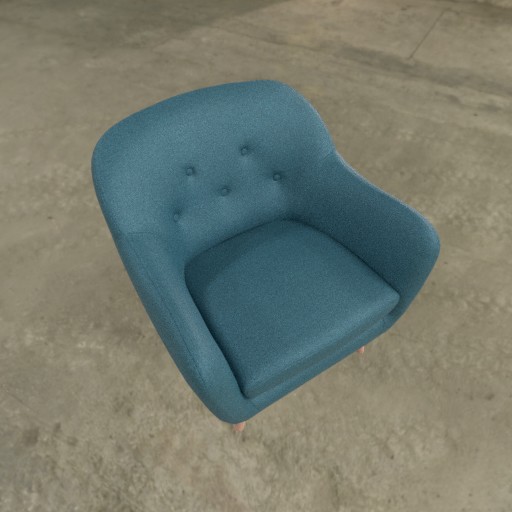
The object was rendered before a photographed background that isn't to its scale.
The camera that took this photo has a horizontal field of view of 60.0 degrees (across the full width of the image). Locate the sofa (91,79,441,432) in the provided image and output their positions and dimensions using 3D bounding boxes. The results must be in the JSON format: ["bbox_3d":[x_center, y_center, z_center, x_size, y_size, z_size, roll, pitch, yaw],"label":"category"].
[{"bbox_3d":[0.000,0.000,1.484,0.836,0.817,0.825,-26,52,-22],"label":"sofa"}]
